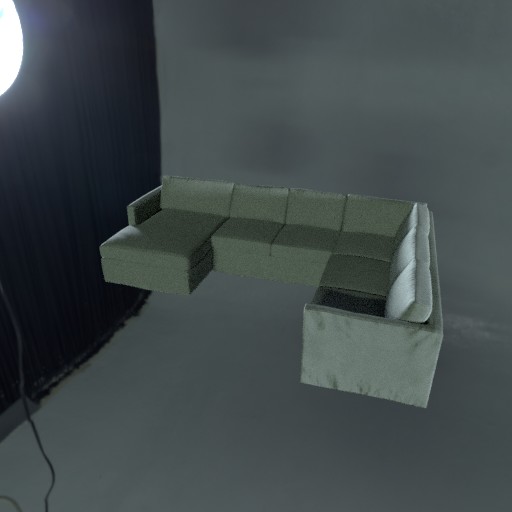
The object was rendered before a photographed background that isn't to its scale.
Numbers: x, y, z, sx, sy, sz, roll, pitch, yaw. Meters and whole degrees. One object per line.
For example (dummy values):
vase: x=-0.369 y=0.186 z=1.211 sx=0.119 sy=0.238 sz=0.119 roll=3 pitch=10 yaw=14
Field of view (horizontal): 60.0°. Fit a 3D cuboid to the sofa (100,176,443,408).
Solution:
sofa: x=0.000 y=0.000 z=4.578 sx=3.434 sy=0.869 sz=2.440 roll=8 pitch=28 yaw=16
